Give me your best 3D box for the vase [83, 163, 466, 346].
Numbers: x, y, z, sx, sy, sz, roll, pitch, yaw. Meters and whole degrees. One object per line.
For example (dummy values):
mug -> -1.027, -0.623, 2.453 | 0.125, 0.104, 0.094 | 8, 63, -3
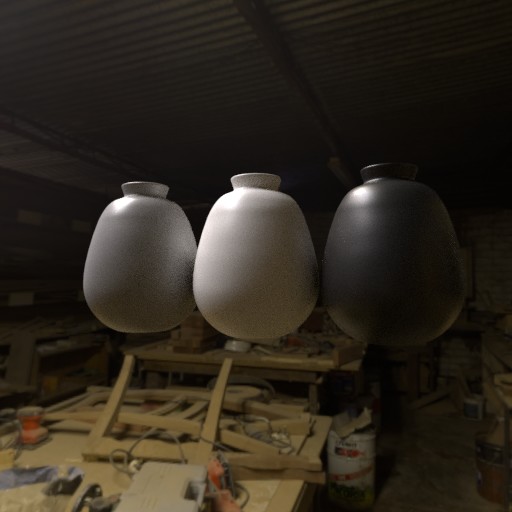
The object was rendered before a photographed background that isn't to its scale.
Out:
vase -> 0.000, 0.000, 0.346 | 0.297, 0.122, 0.097 | -1, -2, 19
